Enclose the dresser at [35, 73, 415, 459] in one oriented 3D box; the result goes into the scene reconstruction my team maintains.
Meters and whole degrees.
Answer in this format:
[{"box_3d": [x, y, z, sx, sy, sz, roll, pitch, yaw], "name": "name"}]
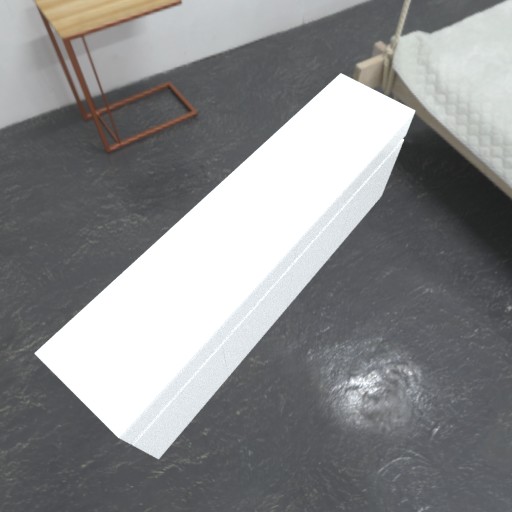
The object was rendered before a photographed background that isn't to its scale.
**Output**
[{"box_3d": [0.000, 0.000, 2.489, 0.500, 0.840, 2.200, 35, 66, 18], "name": "dresser"}]
